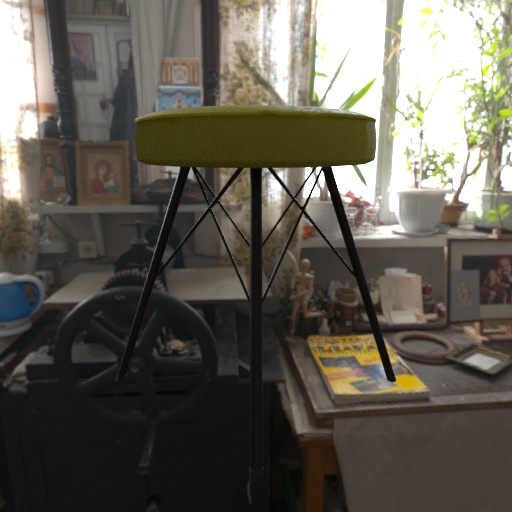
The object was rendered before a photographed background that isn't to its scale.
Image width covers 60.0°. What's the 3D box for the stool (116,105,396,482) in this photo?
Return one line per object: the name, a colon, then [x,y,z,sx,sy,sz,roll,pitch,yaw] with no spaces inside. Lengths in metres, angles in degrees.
stool: [0.000,0.000,0.824,0.409,0.508,0.409,13,19,43]
